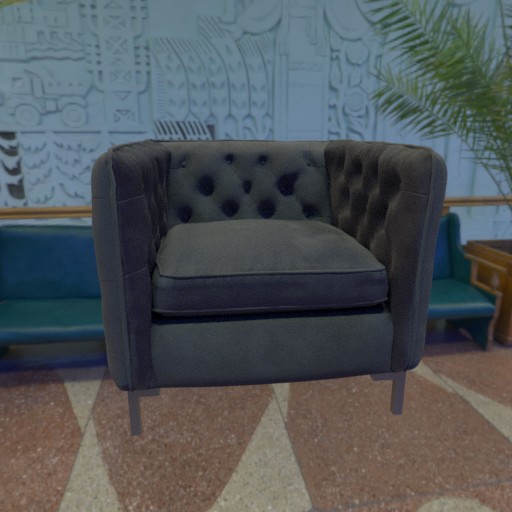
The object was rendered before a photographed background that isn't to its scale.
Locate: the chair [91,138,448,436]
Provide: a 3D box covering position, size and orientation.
[{"bbox_3d":[0.000,0.000,1.603,0.946,0.807,0.913,-2,16,-7],"label":"chair"}]
